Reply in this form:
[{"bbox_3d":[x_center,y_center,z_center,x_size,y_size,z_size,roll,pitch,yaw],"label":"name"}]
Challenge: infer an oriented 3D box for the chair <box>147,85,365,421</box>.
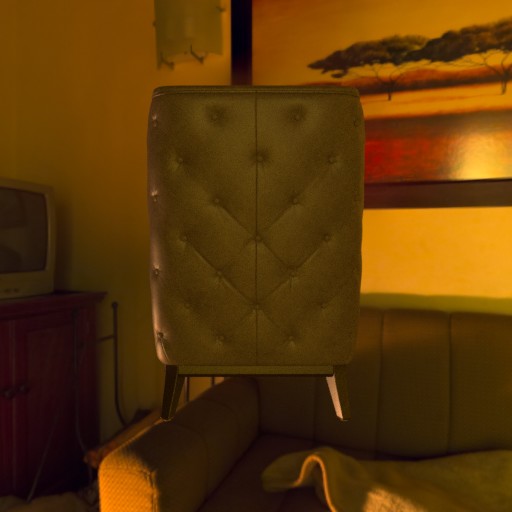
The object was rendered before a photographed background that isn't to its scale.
[{"bbox_3d":[0.000,0.000,1.729,0.769,1.079,0.899,0,0,0],"label":"chair"}]
